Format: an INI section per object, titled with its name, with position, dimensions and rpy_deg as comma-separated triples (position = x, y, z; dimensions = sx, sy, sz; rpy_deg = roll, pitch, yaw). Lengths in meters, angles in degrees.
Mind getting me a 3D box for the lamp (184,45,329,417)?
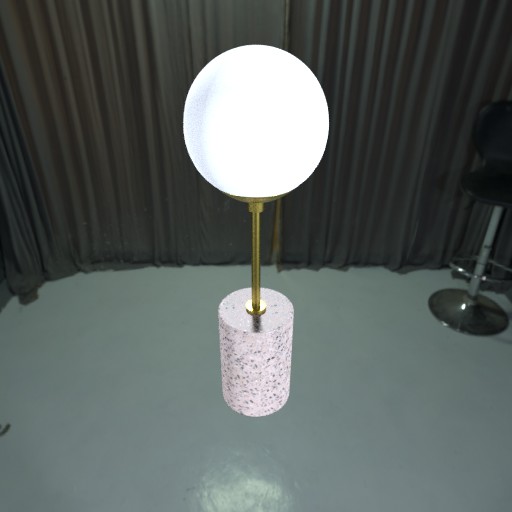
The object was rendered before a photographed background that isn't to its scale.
[lamp]
position = 0.000, 0.000, 0.557
dimensions = 0.153, 0.480, 0.153
rpy_deg = 0, 31, 0
